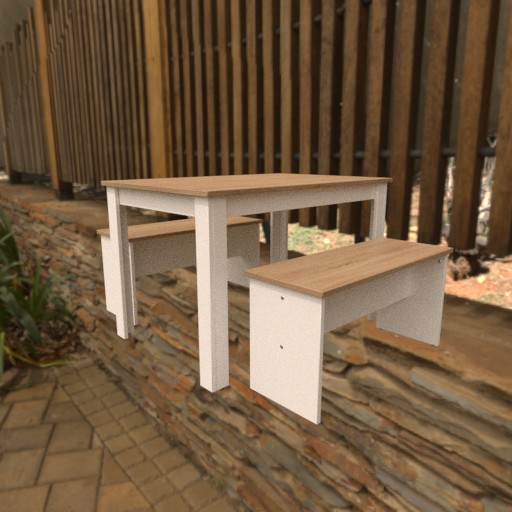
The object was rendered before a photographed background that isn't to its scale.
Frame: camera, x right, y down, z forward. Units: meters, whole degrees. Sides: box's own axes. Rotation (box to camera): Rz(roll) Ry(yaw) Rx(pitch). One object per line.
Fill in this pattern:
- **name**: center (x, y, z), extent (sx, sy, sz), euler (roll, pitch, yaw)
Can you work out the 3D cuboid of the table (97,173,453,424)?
- **table**: center (0.000, 0.000, 2.055), extent (1.100, 0.700, 1.443), euler (-12, 18, -42)
